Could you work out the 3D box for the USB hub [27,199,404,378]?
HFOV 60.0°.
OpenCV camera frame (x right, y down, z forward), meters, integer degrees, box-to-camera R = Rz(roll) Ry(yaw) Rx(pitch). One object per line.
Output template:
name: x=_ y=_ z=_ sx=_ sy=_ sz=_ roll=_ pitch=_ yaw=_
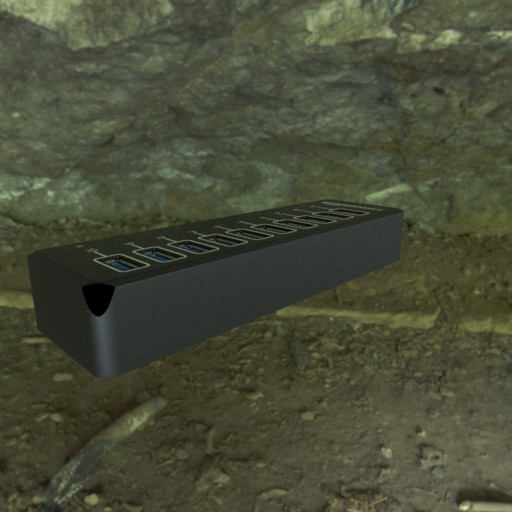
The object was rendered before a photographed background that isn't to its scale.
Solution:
USB hub: x=0.000 y=0.000 z=0.163 sx=0.044 sy=0.023 sz=0.145 roll=15 pitch=22 yaw=43
